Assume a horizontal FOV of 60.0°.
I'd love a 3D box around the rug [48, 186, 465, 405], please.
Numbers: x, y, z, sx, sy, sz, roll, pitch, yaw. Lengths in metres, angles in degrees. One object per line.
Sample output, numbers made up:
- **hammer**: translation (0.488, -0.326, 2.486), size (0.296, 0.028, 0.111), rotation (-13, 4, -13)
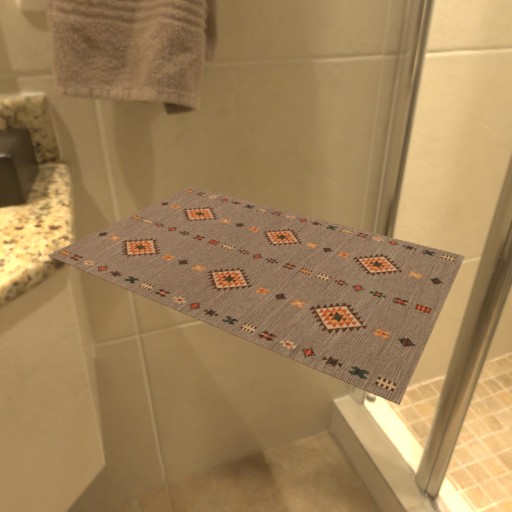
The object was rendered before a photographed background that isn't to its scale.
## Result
- **rug**: translation (0.000, 0.000, 3.039), size (2.427, 0.007, 1.515), rotation (18, 35, 27)
